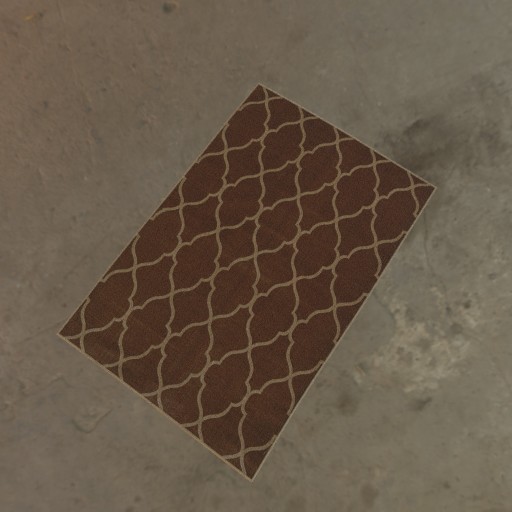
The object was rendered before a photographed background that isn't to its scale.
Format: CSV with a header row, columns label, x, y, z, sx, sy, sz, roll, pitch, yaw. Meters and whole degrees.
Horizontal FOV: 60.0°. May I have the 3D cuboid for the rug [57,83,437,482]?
label,x,y,z,sx,sy,sz,roll,pitch,yaw
rug,0.000,0.000,2.969,1.528,0.014,2.294,33,76,9
